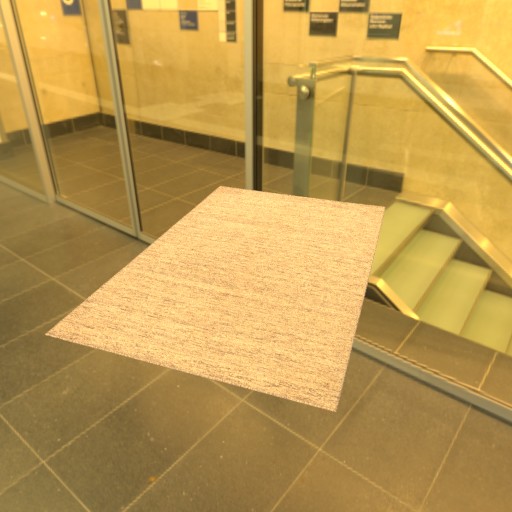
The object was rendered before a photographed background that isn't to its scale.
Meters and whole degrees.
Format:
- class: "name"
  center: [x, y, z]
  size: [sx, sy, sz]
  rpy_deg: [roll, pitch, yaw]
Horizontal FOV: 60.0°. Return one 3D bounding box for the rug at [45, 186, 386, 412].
- class: "rug"
  center: [0.000, 0.000, 2.434]
  size: [1.225, 0.013, 1.840]
  rpy_deg: [10, 31, 17]
